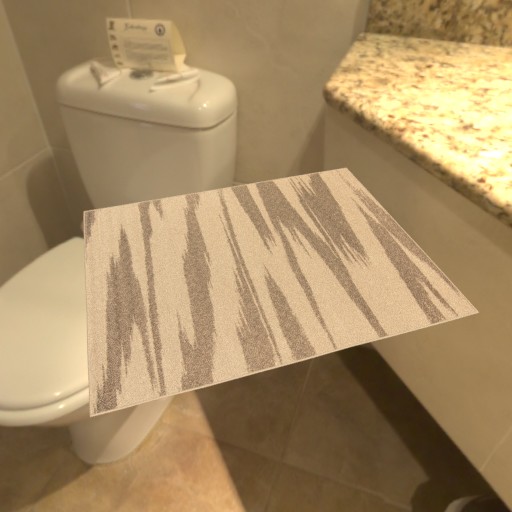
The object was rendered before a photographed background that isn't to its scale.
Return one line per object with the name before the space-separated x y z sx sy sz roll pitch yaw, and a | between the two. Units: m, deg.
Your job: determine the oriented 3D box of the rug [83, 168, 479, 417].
rug | 0.000 0.000 3.984 2.945 0.014 2.353 -12 42 -13
